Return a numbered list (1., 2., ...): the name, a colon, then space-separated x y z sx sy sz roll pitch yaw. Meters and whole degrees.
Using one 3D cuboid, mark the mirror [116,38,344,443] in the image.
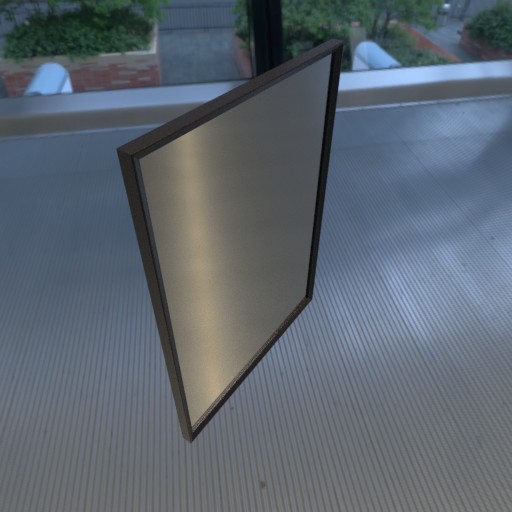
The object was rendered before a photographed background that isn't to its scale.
1. mirror: 0.000 0.000 1.304 0.041 1.016 0.762 25 47 26
